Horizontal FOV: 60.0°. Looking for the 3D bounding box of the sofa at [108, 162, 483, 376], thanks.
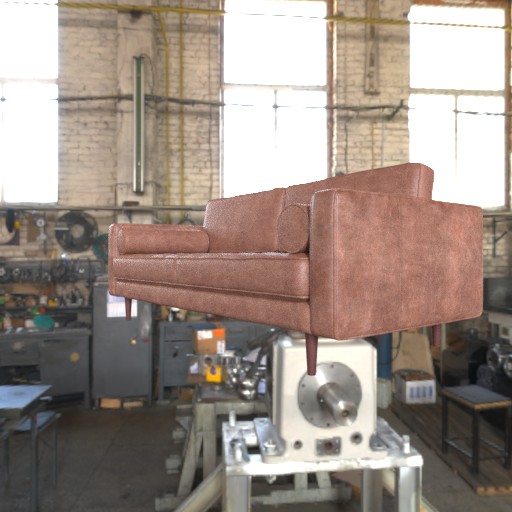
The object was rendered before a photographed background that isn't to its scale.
[{"bbox_3d":[0.000,0.000,2.242,0.910,0.760,1.870,0,0,-38],"label":"sofa"}]
